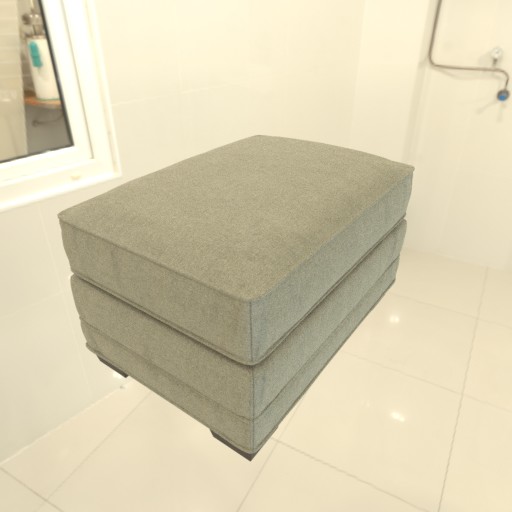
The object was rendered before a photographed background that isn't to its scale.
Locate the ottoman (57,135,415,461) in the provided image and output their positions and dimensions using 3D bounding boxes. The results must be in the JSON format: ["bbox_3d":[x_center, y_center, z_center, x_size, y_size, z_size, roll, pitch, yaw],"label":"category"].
[{"bbox_3d":[0.000,0.000,1.272,0.611,0.508,0.848,21,37,30],"label":"ottoman"}]
